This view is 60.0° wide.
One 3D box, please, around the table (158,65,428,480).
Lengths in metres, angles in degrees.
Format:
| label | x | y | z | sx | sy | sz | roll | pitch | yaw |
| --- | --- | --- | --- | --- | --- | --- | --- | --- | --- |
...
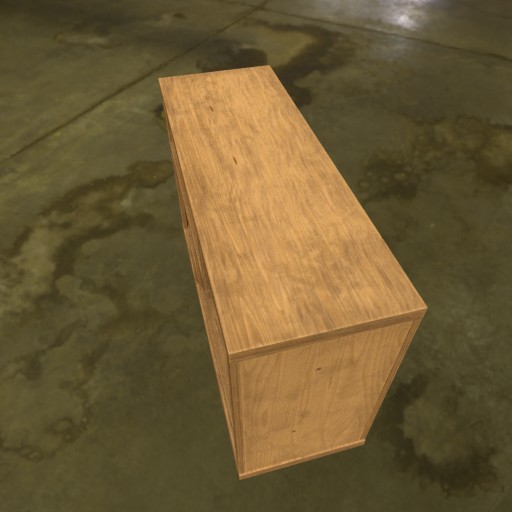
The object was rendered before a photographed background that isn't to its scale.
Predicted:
| label | x | y | z | sx | sy | sz | roll | pitch | yaw |
| --- | --- | --- | --- | --- | --- | --- | --- | --- | --- |
| table | 0.000 | 0.000 | 1.513 | 0.410 | 0.771 | 1.151 | -11 | 48 | -10 |
